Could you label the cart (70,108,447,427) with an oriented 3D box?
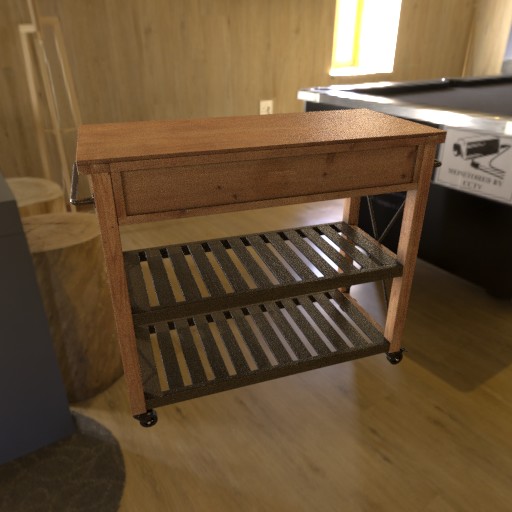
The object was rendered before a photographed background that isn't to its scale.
[{"bbox_3d":[0.000,0.000,0.977,0.686,0.554,0.298,-9,28,-17],"label":"cart"}]
